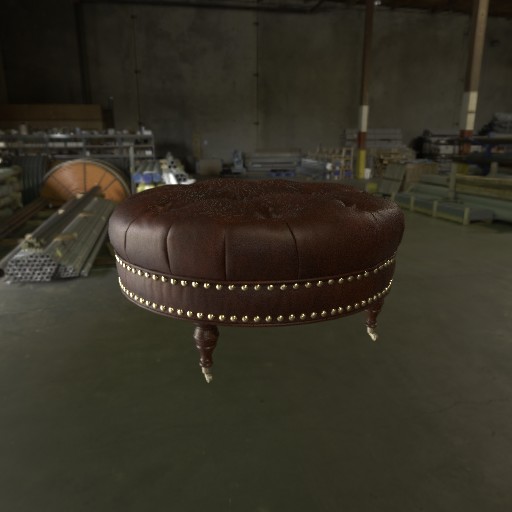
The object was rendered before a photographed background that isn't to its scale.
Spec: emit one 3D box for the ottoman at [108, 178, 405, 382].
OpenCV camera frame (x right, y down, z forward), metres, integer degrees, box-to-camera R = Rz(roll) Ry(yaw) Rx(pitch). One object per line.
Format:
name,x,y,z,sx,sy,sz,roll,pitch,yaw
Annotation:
ottoman,0.000,0.000,1.421,0.901,0.455,0.901,0,15,0
